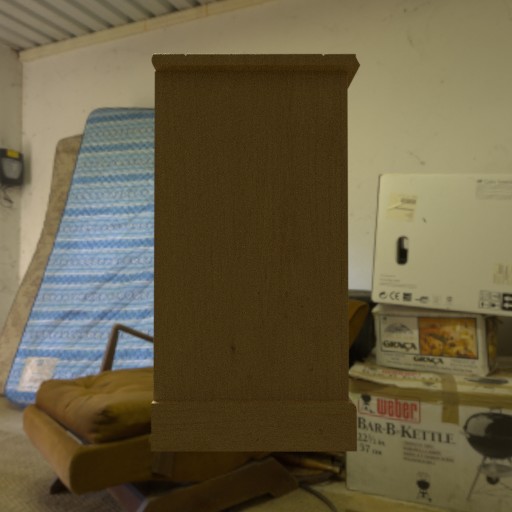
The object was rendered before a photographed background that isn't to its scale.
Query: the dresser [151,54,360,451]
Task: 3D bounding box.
[{"bbox_3d":[0.000,0.000,1.383,0.440,0.835,0.915,0,-1,0],"label":"dresser"}]
